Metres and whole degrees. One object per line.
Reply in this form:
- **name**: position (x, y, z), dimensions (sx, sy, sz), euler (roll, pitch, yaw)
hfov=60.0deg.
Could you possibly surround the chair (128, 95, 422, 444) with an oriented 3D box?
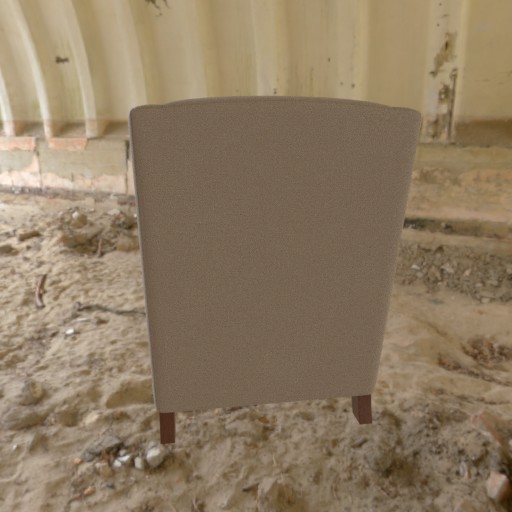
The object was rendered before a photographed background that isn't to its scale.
- **chair**: position (0.000, 0.000, 1.566), dimensions (0.715, 1.010, 0.863), euler (-2, 15, -8)
